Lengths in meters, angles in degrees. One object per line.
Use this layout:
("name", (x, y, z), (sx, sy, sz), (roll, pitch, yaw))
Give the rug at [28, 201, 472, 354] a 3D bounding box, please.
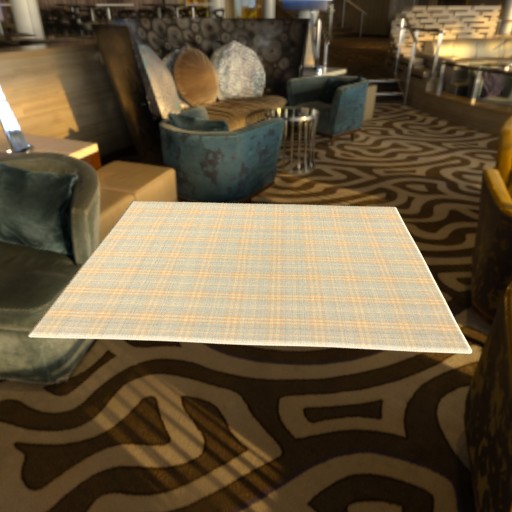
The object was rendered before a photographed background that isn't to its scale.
("rug", (0.000, 0.000, 4.087), (3.066, 0.030, 2.462), (2, 29, 3))
